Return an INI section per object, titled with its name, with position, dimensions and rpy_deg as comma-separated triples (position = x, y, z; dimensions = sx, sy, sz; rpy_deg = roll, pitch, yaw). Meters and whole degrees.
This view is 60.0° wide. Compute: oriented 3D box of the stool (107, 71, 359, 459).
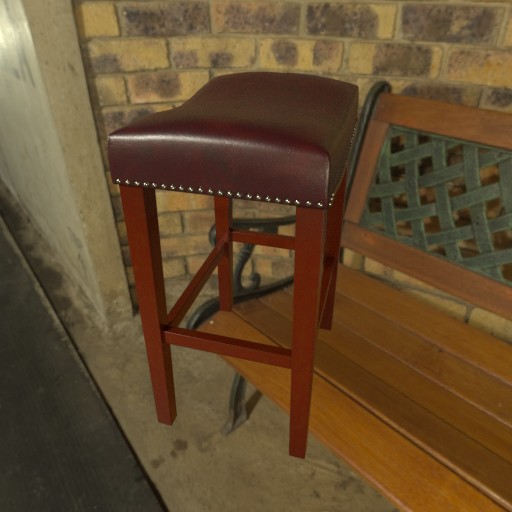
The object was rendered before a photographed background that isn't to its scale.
[stool]
position = 0.000, 0.000, 1.043
dimensions = 0.372, 0.742, 0.504
rpy_deg = 9, 33, 13
